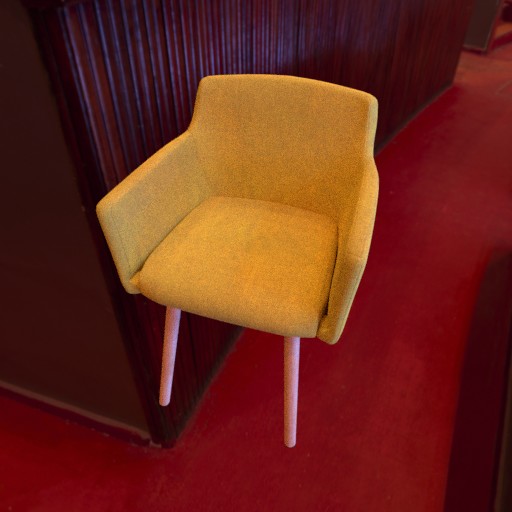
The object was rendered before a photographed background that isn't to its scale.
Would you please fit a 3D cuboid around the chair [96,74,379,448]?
[{"bbox_3d":[0.000,0.000,1.185,0.570,0.780,0.570,12,41,14],"label":"chair"}]
